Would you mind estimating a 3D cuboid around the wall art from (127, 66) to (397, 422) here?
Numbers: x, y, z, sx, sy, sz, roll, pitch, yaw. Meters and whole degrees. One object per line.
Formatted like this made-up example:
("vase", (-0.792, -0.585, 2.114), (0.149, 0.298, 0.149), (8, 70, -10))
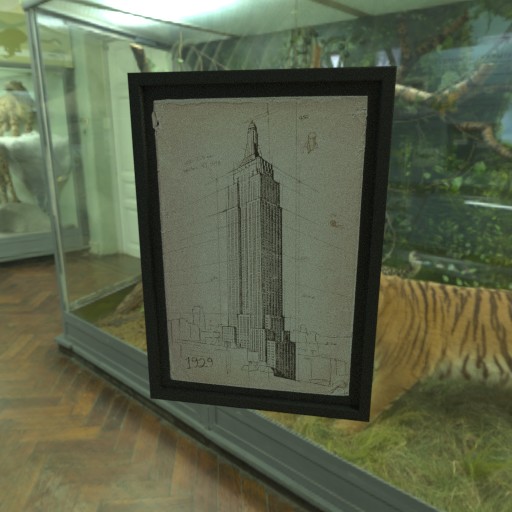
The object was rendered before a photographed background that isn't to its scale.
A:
("wall art", (0.000, 0.000, 0.554), (0.303, 0.431, 0.013), (3, 16, 10))
